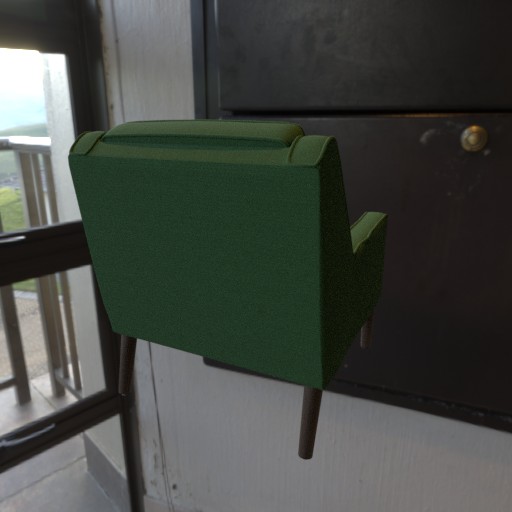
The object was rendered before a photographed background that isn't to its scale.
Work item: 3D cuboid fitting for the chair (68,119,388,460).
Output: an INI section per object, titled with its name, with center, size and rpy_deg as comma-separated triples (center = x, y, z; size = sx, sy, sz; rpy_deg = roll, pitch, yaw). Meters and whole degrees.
[chair]
center = 0.000, 0.000, 1.341
size = 0.663, 0.792, 0.743
rpy_deg = 9, 19, 26
